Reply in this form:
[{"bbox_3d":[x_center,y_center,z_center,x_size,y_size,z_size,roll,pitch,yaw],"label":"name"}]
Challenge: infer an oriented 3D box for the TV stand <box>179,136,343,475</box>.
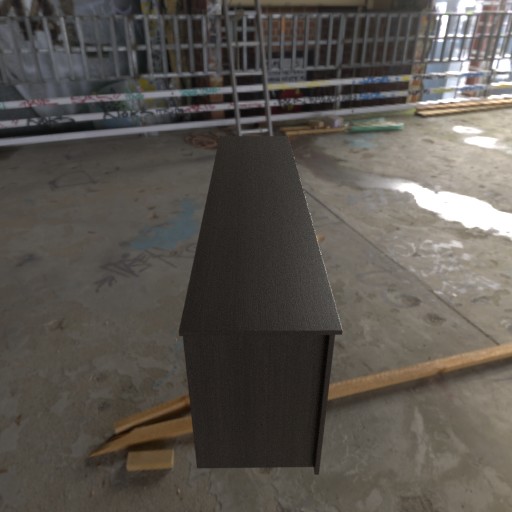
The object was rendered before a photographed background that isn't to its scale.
[{"bbox_3d":[0.000,0.000,2.019,0.406,0.610,1.778,0,30,-1],"label":"TV stand"}]
